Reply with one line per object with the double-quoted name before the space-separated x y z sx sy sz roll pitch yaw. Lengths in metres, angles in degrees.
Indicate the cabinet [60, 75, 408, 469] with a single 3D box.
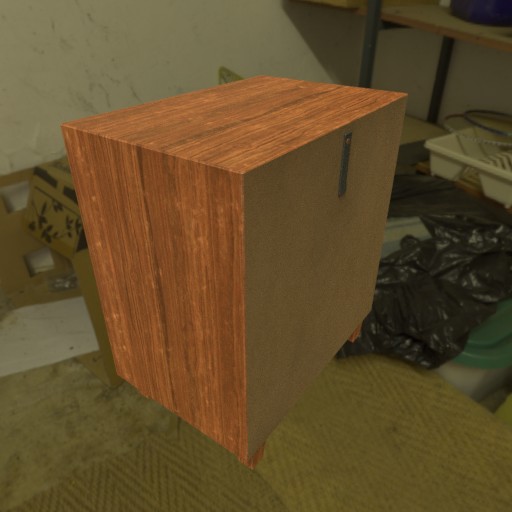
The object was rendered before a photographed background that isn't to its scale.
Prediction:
"cabinet" 0.000 0.000 1.062 0.410 0.695 0.607 21 37 30
